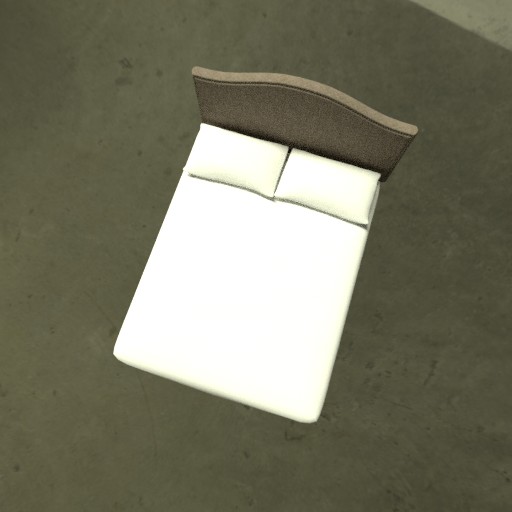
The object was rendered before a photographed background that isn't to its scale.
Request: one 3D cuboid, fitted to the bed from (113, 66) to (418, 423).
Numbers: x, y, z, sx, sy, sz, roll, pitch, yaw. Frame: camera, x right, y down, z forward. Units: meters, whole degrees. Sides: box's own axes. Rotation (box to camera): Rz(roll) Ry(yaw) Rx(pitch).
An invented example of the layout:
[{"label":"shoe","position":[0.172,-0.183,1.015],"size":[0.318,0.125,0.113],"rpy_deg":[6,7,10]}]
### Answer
[{"label":"bed","position":[0.000,0.000,3.376],"size":[1.713,1.518,2.153],"rpy_deg":[17,75,5]}]
